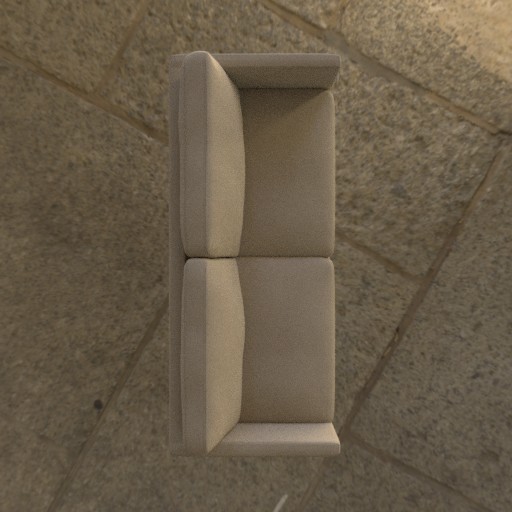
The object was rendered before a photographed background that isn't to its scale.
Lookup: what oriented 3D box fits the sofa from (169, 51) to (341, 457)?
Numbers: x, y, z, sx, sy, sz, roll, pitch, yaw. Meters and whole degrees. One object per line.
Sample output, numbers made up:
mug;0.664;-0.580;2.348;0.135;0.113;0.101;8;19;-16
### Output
sofa;0.000;0.000;2.622;0.948;0.932;2.181;0;90;0
